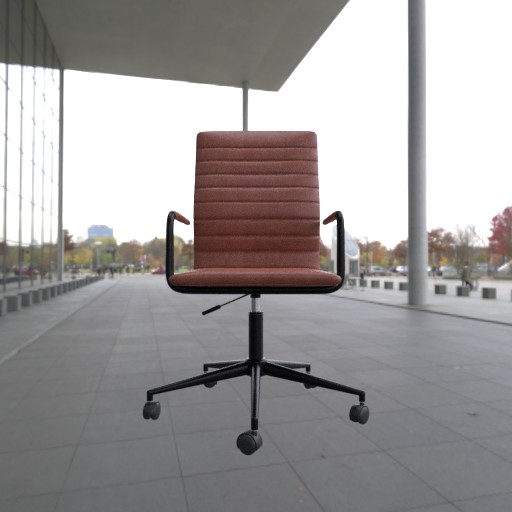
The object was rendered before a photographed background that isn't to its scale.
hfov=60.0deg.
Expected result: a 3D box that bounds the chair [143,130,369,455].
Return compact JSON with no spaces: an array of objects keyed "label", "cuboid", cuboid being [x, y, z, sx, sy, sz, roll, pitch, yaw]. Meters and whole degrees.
[{"label":"chair","cuboid":[0.000,0.000,1.249,0.600,0.878,0.578,0,-1,1]}]
